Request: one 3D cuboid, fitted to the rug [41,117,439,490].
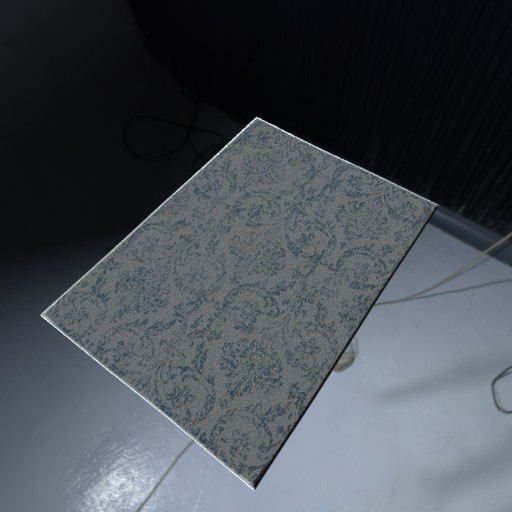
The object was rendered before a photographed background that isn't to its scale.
[{"bbox_3d":[0.000,0.000,2.880,1.586,0.014,2.197,31,62,19],"label":"rug"}]
